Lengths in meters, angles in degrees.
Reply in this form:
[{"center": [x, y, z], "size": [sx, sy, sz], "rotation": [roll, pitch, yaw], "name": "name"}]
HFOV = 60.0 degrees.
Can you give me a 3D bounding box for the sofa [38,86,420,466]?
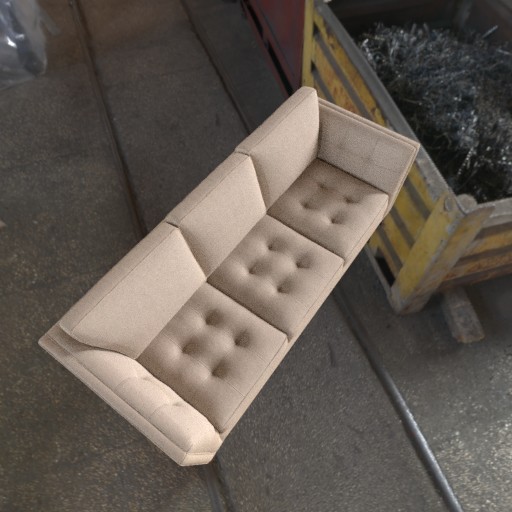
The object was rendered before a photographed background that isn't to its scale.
[{"center": [0.000, 0.000, 2.808], "size": [0.965, 0.940, 2.388], "rotation": [32, 64, 18], "name": "sofa"}]
